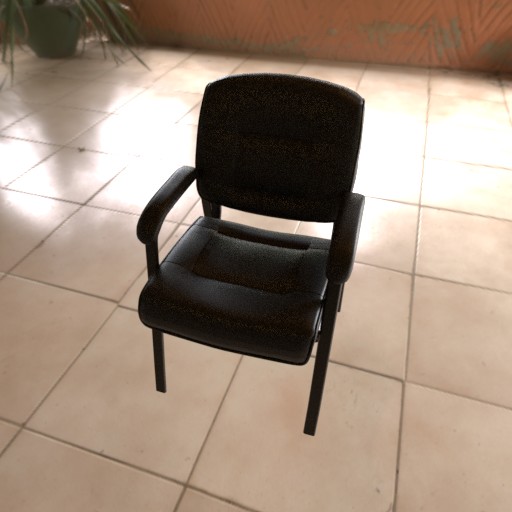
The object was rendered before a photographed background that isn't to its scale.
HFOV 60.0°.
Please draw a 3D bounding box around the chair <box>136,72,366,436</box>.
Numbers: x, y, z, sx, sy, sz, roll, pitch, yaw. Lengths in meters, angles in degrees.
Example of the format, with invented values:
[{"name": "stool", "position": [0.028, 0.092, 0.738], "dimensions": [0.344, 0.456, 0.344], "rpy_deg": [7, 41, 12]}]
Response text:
[{"name": "chair", "position": [0.000, 0.000, 1.363], "dimensions": [0.591, 0.910, 0.668], "rpy_deg": [11, 41, 13]}]
